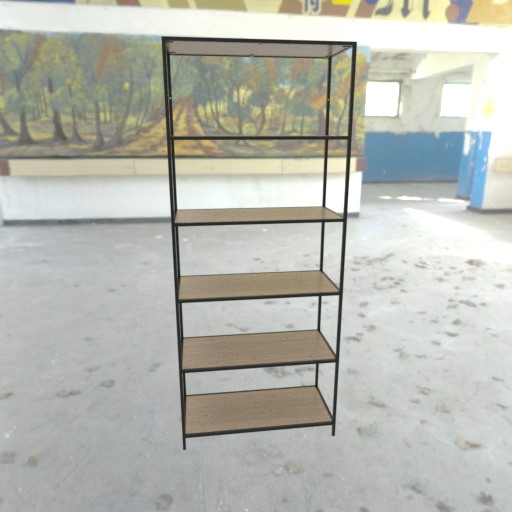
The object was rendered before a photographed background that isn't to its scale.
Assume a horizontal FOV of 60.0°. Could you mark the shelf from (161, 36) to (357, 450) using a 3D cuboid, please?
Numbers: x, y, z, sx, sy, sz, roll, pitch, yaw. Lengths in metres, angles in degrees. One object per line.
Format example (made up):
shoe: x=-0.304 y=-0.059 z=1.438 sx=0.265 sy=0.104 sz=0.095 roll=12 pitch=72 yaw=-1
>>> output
shelf: x=0.000 y=0.000 z=2.140 sx=0.770 sy=1.850 sz=0.350 roll=-2 pitch=16 yaw=-8
